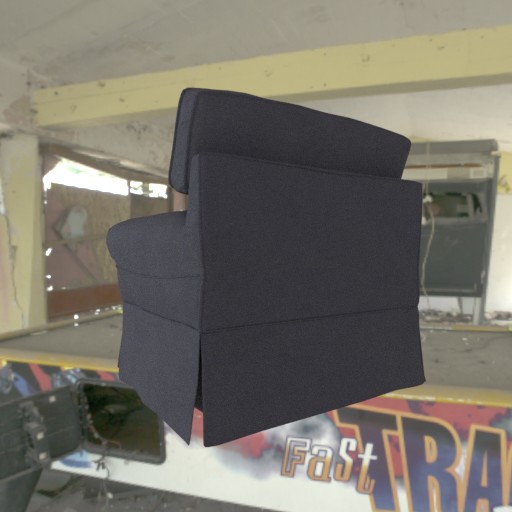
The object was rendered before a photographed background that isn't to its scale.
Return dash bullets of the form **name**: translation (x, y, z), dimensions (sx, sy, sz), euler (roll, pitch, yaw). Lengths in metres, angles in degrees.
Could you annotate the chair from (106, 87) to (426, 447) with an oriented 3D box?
- **chair**: translation (0.000, 0.000, 1.966), dimensions (1.119, 1.140, 1.002), euler (-1, 1, -35)
